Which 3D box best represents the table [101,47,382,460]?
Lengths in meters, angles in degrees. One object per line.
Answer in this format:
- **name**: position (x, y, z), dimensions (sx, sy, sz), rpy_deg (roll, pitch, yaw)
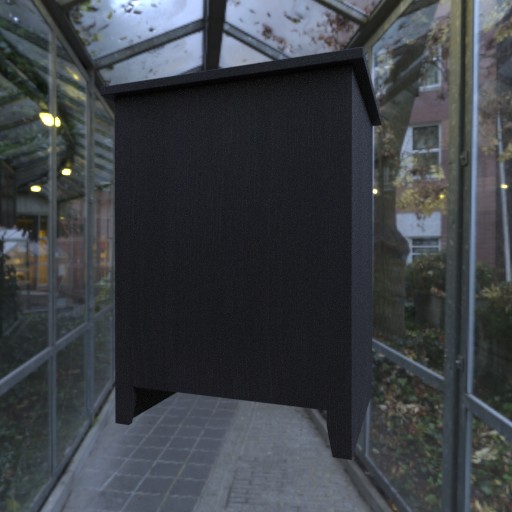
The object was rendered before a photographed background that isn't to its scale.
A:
- **table**: position (0.000, 0.000, 0.930), dimensions (0.480, 0.635, 0.381), rpy_deg (0, 1, 20)
